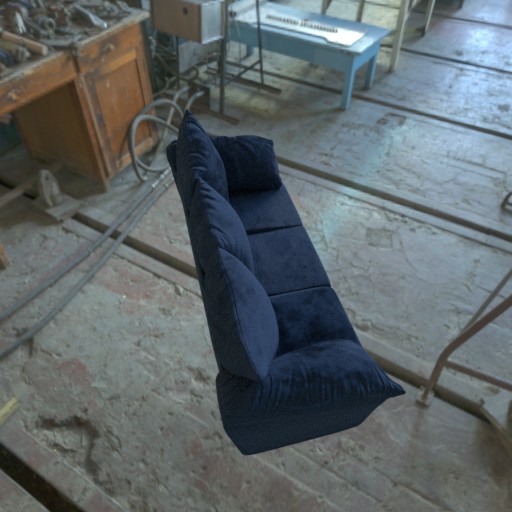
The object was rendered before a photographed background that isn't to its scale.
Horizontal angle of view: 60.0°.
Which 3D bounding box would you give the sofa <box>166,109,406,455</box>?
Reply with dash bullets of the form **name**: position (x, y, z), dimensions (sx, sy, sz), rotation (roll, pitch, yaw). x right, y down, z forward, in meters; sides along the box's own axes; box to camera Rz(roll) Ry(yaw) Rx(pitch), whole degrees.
- **sofa**: position (0.000, 0.000, 2.939), dimensions (0.907, 1.091, 2.390), rotation (-10, 48, -10)
